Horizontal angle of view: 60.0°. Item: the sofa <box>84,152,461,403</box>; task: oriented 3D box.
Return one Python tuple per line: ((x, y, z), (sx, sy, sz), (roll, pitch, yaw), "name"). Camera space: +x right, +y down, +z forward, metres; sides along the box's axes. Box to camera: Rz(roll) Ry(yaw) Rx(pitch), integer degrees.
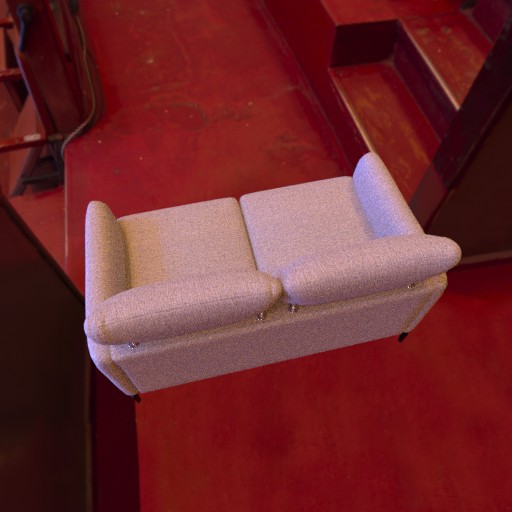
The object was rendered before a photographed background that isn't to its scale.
((0.000, 0.000, 2.107), (1.540, 0.950, 0.905), (-11, 59, -7), "sofa")
